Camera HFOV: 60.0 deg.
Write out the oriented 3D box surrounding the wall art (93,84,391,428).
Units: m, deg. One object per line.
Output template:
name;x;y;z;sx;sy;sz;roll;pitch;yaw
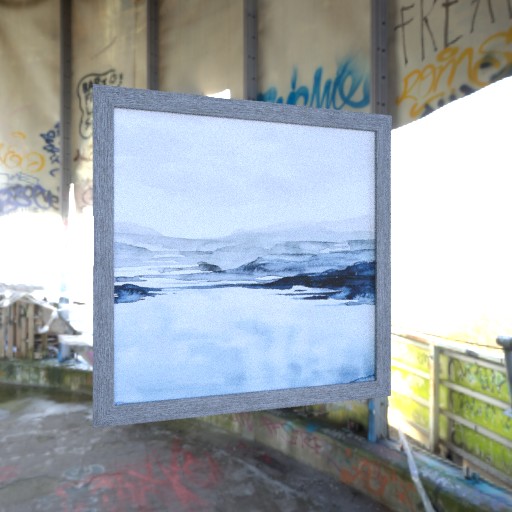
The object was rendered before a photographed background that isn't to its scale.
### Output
wall art;0.000;0.000;0.991;0.685;0.685;0.020;0;0;-17
